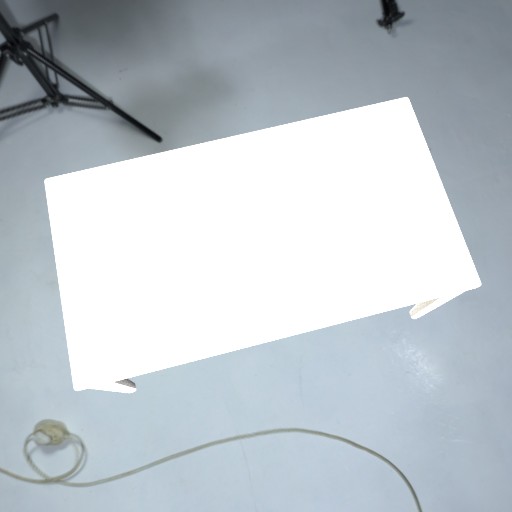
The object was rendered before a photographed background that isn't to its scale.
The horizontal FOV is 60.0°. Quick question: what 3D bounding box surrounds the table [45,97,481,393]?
[{"bbox_3d":[0.000,0.000,2.088,1.600,0.760,0.900,-14,75,-4],"label":"table"}]
